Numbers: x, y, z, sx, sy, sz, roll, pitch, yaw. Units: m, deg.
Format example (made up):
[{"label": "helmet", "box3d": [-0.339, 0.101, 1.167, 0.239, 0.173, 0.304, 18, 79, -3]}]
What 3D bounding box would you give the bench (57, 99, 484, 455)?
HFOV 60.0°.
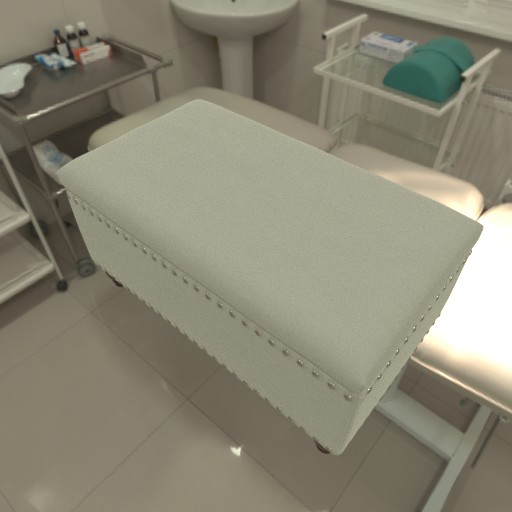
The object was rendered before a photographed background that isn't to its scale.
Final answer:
[{"label": "bench", "box3d": [0.000, 0.000, 1.166, 0.887, 0.449, 0.500, 32, 54, 27]}]
